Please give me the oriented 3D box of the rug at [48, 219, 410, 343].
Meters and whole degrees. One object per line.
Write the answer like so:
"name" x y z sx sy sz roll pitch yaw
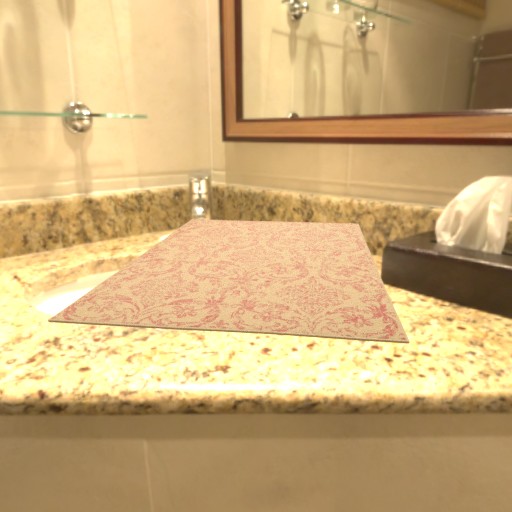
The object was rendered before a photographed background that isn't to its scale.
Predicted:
"rug" 0.000 0.000 3.492 1.819 0.018 2.746 2 16 7
